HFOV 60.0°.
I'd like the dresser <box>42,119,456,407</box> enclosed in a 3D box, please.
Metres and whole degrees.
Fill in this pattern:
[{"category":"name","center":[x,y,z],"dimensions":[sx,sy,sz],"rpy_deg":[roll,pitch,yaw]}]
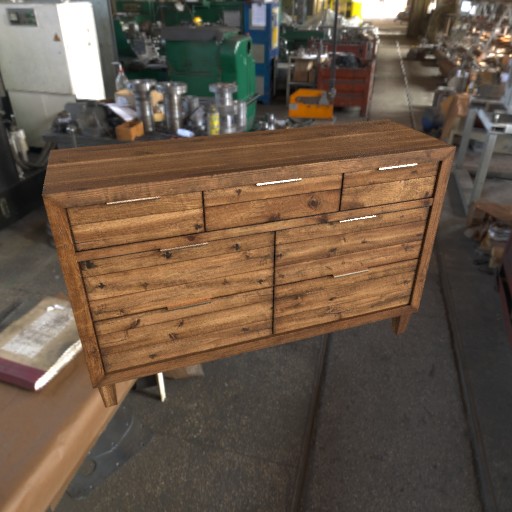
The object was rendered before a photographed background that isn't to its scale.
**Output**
[{"category":"dresser","center":[0.000,0.000,1.810],"dimensions":[1.387,0.892,0.438],"rpy_deg":[-10,32,-16]}]
